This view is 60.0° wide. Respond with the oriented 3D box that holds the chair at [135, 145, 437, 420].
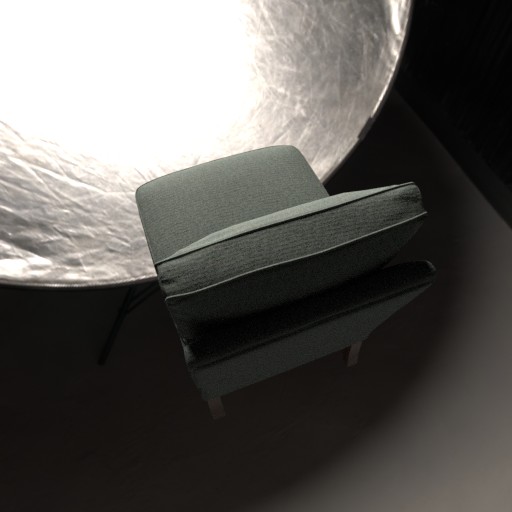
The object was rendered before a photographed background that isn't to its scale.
[{"bbox_3d":[0.000,0.000,1.411,0.624,0.901,0.796,-18,59,-11],"label":"chair"}]
